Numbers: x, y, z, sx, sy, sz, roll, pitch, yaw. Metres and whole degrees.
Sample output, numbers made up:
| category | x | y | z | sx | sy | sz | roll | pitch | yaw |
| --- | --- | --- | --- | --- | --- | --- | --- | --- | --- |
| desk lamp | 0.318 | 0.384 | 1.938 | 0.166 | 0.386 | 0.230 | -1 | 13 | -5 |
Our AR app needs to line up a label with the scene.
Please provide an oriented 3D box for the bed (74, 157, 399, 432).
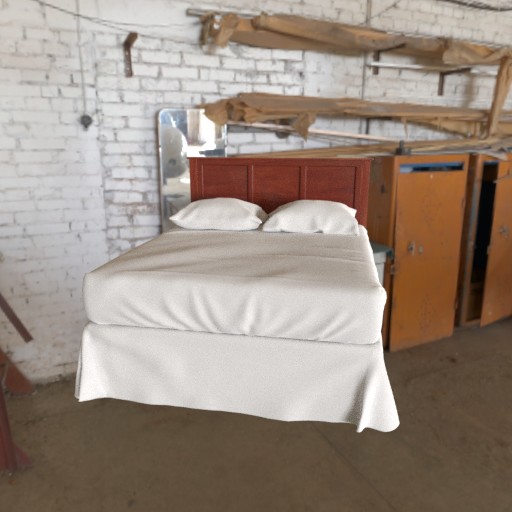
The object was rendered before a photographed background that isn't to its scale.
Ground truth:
| category | x | y | z | sx | sy | sz | roll | pitch | yaw |
| --- | --- | --- | --- | --- | --- | --- | --- | --- | --- |
| bed | 0.000 | 0.000 | 3.126 | 1.870 | 1.270 | 2.050 | 3 | 15 | 10 |
